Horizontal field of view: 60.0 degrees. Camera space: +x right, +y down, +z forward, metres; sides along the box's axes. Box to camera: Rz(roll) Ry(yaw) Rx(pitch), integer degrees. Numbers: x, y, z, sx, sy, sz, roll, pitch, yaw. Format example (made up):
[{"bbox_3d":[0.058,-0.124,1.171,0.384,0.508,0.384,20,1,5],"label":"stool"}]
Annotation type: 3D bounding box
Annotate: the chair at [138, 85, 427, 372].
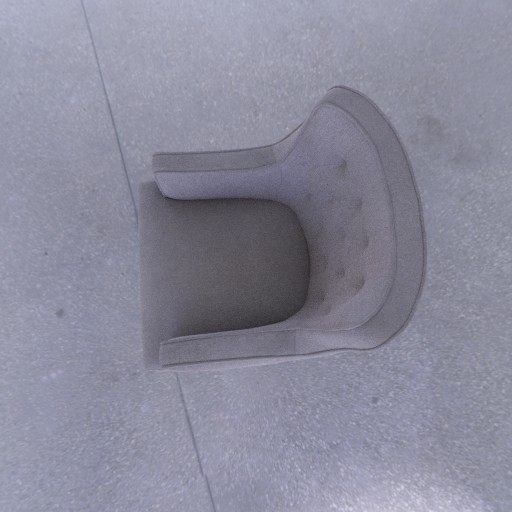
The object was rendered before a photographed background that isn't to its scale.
[{"bbox_3d":[0.000,0.000,1.624,0.910,0.919,0.781,-5,76,-1],"label":"chair"}]
